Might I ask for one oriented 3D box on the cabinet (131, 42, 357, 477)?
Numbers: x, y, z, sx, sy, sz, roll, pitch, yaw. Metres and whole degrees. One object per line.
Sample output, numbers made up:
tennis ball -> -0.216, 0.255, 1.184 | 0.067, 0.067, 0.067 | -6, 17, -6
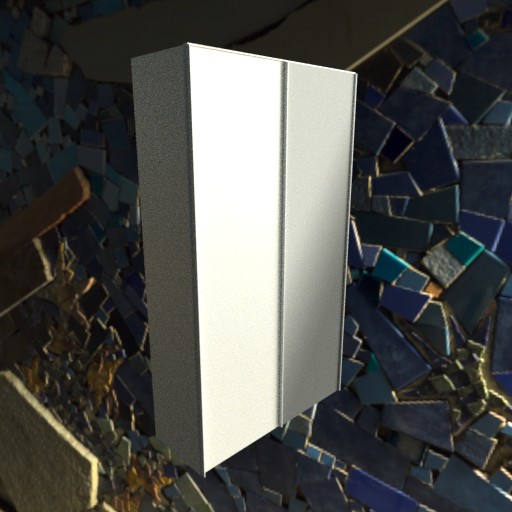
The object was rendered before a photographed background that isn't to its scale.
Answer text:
cabinet -> 0.000, 0.000, 2.705 | 1.250, 2.160, 0.480 | -14, 20, -42
